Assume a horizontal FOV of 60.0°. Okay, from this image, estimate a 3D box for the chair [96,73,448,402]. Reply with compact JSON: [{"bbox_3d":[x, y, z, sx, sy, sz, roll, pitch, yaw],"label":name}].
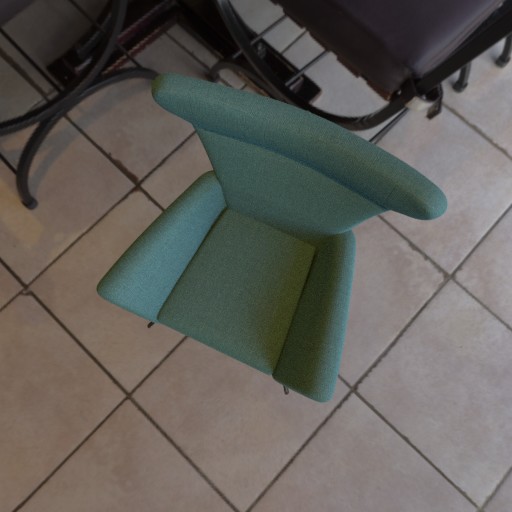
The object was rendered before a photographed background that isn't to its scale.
[{"bbox_3d":[0.000,0.000,1.794,1.050,0.980,0.900,24,77,6],"label":"chair"}]
